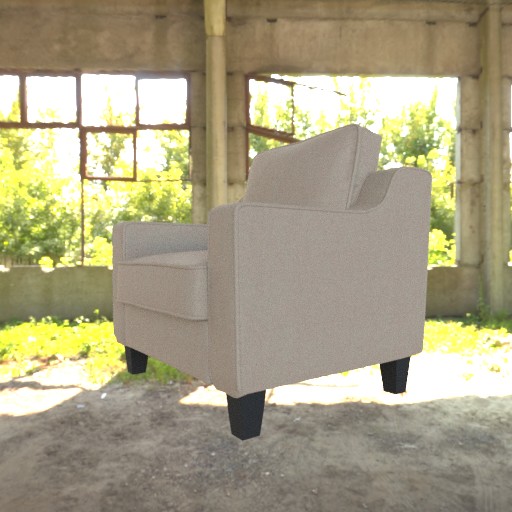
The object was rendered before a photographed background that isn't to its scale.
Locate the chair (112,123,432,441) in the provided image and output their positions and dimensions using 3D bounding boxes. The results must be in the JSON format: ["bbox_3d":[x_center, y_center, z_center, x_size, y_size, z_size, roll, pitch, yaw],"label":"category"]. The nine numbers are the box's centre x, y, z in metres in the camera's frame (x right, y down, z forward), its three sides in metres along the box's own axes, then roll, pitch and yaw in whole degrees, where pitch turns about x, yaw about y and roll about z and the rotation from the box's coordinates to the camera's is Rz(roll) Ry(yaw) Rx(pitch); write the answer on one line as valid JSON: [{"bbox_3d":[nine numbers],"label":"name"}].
[{"bbox_3d":[0.000,0.000,1.679,0.882,0.948,0.922,0,0,-36],"label":"chair"}]
